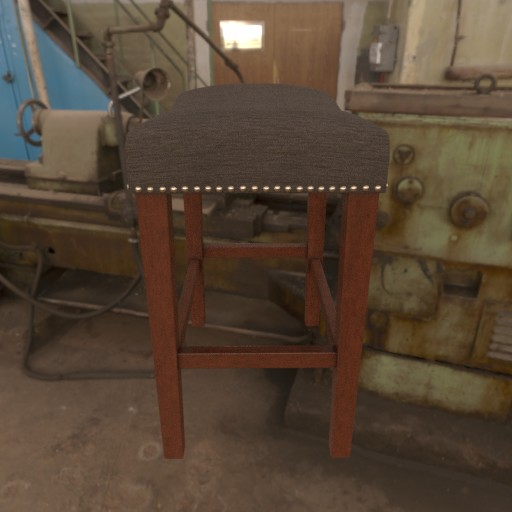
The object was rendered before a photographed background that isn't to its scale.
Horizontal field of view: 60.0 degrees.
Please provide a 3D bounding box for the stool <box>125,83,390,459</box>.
[{"bbox_3d":[0.000,0.000,0.942,0.372,0.654,0.504,0,26,-1],"label":"stool"}]
